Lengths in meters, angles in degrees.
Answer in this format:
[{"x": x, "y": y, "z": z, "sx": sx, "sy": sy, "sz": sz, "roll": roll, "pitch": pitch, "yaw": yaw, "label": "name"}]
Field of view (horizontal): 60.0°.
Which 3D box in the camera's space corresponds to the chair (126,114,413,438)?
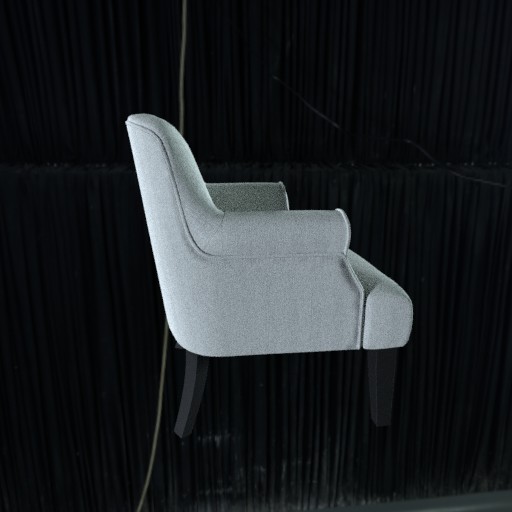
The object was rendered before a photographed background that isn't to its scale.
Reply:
[{"x": 0.000, "y": 0.000, "z": 1.450, "sx": 0.750, "sy": 0.875, "sz": 0.781, "roll": -3, "pitch": 16, "yaw": -9, "label": "chair"}]
